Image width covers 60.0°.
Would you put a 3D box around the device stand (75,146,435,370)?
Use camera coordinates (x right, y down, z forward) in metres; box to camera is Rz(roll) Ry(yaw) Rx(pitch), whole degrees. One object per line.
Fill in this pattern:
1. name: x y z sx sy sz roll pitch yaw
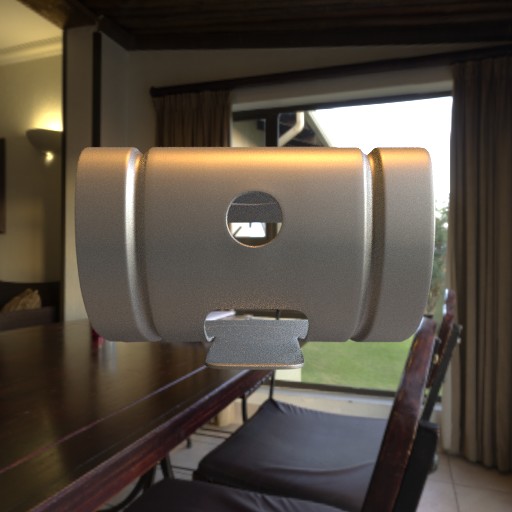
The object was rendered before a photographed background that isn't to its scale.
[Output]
1. device stand: 0.000 0.000 0.406 0.256 0.155 0.236 0 0 1
